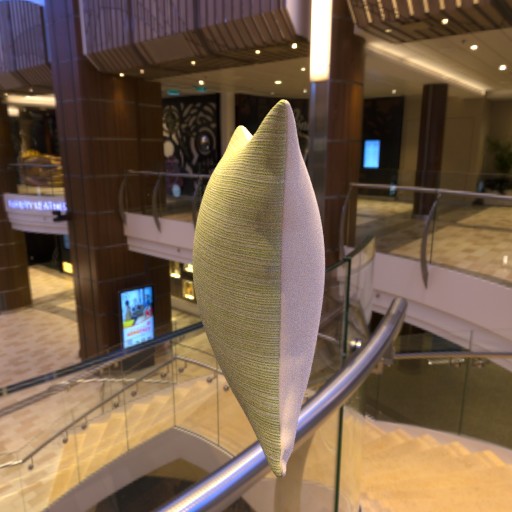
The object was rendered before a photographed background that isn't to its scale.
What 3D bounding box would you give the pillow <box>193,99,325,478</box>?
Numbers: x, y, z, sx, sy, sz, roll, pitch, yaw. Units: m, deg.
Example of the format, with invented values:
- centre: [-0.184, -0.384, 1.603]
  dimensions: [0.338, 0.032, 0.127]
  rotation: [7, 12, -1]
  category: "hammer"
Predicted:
- centre: [0.000, 0.000, 0.804]
  dimensions: [0.229, 0.487, 0.560]
  rotation: [-2, 14, -7]
  category: "pillow"
